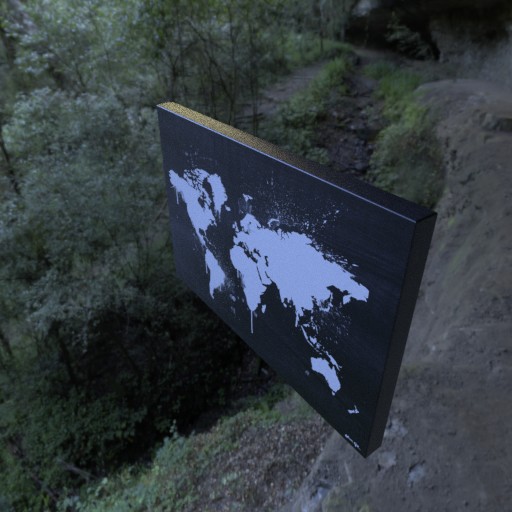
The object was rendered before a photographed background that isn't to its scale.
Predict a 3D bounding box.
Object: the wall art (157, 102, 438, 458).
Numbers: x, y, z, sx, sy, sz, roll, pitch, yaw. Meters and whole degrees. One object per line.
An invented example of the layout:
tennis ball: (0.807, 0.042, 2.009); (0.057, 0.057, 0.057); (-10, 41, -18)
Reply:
wall art: (0.000, 0.000, 0.781); (0.038, 0.409, 0.610); (-21, 38, -30)
